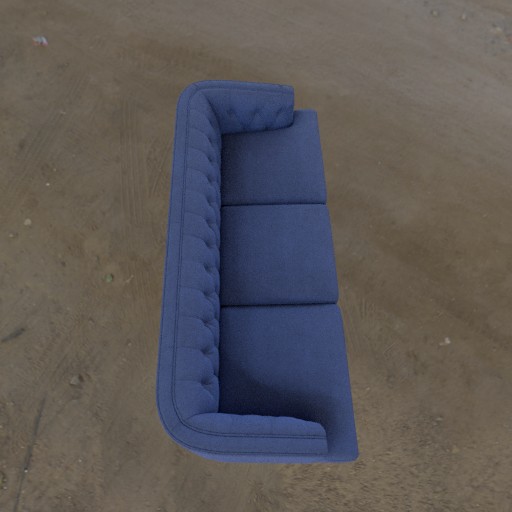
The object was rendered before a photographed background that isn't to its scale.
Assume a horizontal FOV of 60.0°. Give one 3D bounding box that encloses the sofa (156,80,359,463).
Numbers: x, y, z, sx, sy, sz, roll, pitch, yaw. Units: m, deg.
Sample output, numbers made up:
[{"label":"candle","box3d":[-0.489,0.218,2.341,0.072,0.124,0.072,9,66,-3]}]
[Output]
[{"label":"sofa","box3d":[0.000,0.000,2.619,0.914,0.787,2.235,-1,63,-1]}]
